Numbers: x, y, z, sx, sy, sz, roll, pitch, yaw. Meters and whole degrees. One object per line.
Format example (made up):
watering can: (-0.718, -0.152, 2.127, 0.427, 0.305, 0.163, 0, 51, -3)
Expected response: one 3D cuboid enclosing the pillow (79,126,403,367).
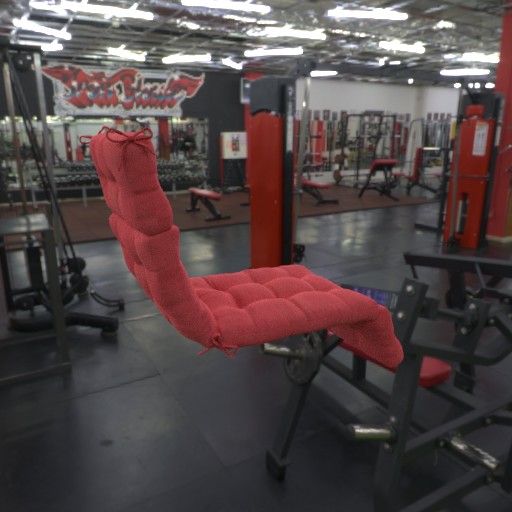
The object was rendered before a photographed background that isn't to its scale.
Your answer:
pillow: (0.000, 0.000, 1.531, 1.016, 0.863, 0.526, -8, 17, -27)
